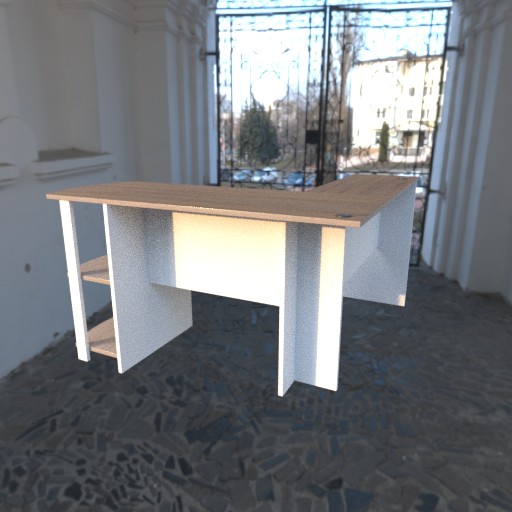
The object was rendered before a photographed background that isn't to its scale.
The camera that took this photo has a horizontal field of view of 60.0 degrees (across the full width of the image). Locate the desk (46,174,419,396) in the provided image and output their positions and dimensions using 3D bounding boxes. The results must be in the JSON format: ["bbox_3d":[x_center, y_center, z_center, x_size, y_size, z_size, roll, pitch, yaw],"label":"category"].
[{"bbox_3d":[0.000,0.000,2.181,1.303,0.716,1.361,8,18,25],"label":"desk"}]
